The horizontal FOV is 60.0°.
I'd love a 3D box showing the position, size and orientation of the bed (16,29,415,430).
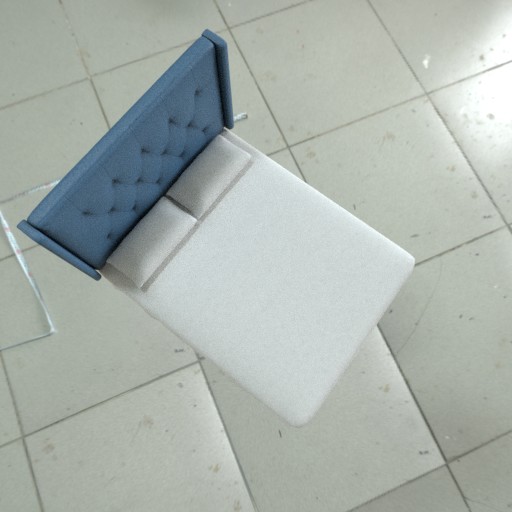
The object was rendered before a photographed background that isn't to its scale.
[{"bbox_3d":[0.000,0.000,3.270,2.078,1.665,1.719,36,77,10],"label":"bed"}]
